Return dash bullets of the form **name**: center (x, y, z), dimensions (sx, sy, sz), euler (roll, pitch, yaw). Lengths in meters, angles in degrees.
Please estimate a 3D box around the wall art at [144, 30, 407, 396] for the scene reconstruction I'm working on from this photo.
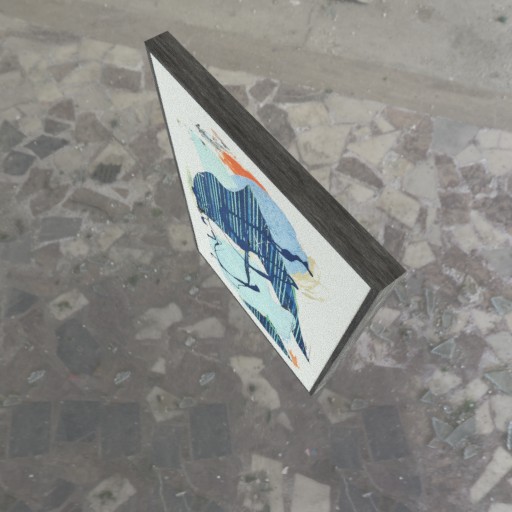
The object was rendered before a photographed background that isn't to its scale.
- **wall art**: center (0.000, 0.000, 1.326), dimensions (0.063, 1.016, 0.762), euler (-34, 68, -16)
